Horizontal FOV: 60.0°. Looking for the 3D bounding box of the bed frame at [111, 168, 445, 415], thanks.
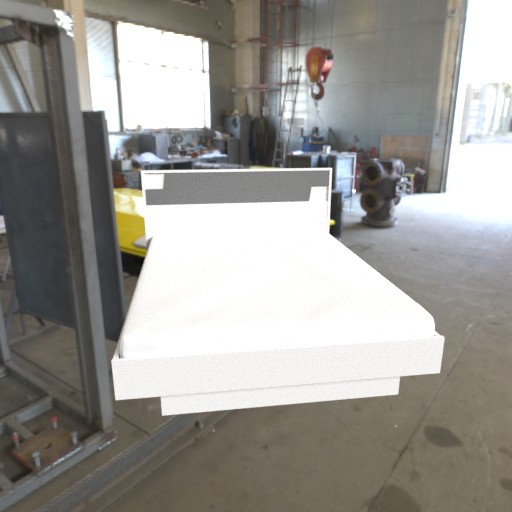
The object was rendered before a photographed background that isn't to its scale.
[{"bbox_3d":[0.000,0.000,3.120,1.711,1.001,2.100,-2,17,-8],"label":"bed frame"}]
